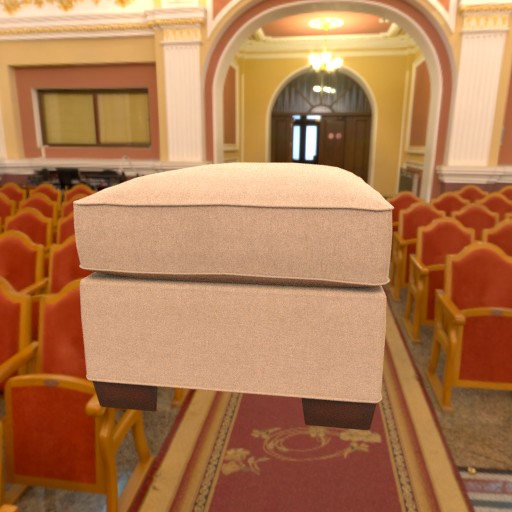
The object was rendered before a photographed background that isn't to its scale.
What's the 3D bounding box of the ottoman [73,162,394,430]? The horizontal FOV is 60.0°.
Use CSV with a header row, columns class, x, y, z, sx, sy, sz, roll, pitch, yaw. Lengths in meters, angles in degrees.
class,x,y,z,sx,sy,sz,roll,pitch,yaw
ottoman,0.000,0.000,1.250,0.617,0.503,0.846,2,14,8
